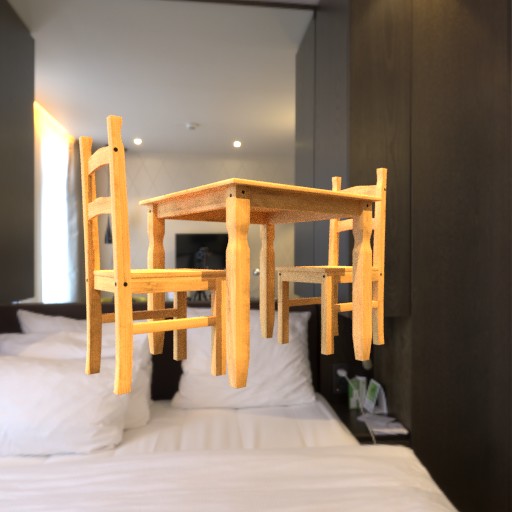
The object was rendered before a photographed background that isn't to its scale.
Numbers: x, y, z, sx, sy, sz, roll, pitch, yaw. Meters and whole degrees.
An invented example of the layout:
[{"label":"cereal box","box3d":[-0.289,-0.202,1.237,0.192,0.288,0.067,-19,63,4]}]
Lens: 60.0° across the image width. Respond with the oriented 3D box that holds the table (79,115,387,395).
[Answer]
[{"label":"table","box3d":[0.000,0.000,2.080,1.501,0.942,0.813,0,0,-37]}]
